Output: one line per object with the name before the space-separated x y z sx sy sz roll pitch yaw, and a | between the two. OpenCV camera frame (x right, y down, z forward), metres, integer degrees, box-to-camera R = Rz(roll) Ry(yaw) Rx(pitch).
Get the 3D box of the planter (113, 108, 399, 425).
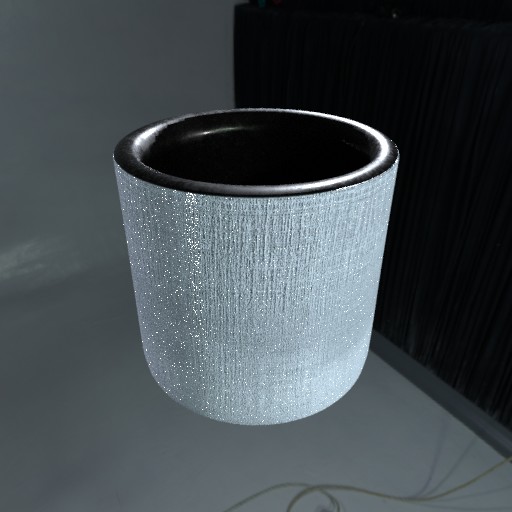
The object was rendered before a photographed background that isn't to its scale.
planter | 0.000 0.000 0.291 0.160 0.156 0.160 0 31 0
